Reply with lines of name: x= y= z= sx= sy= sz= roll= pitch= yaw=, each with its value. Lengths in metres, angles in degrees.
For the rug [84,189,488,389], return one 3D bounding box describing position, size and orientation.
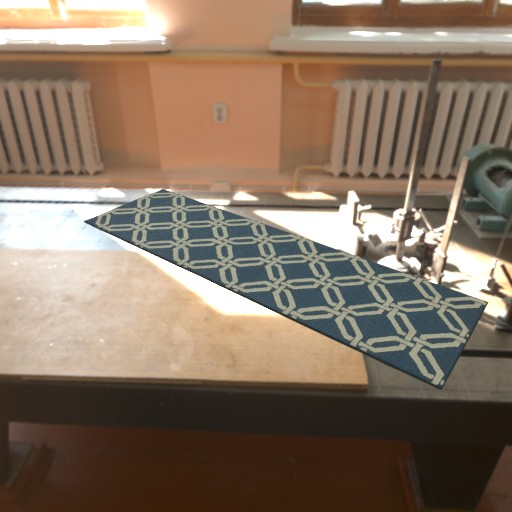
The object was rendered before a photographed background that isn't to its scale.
rug: x=0.000 y=0.000 z=2.477 sx=2.276 sy=0.014 sz=0.678 roll=22 pitch=37 yaw=32
